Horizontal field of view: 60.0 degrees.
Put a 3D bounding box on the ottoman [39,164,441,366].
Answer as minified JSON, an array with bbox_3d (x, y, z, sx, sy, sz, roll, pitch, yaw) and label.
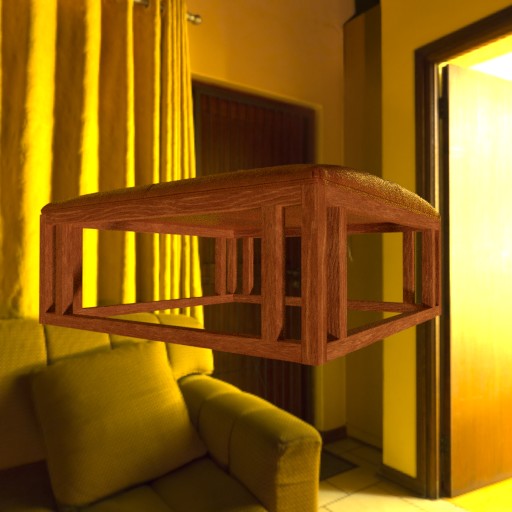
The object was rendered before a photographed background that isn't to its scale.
[{"bbox_3d":[0.000,0.000,1.558,1.016,0.442,1.013,0,-1,35],"label":"ottoman"}]
